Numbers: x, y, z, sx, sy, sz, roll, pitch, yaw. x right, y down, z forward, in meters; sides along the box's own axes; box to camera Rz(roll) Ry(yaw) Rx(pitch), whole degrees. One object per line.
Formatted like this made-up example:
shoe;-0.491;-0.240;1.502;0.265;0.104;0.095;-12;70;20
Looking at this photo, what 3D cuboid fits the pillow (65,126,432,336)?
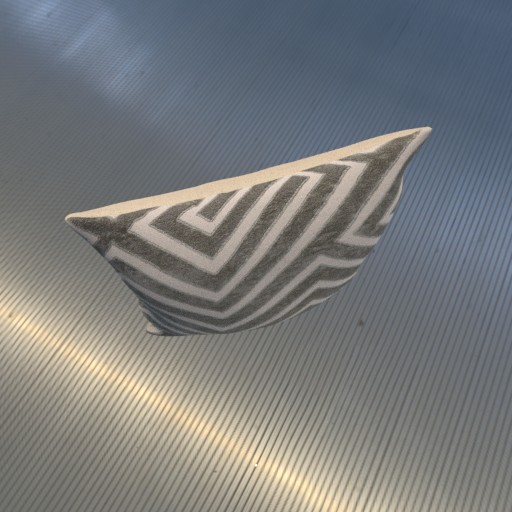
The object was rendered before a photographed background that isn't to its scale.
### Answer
pillow;0.000;0.000;0.685;0.440;0.441;0.182;-16;66;-7
